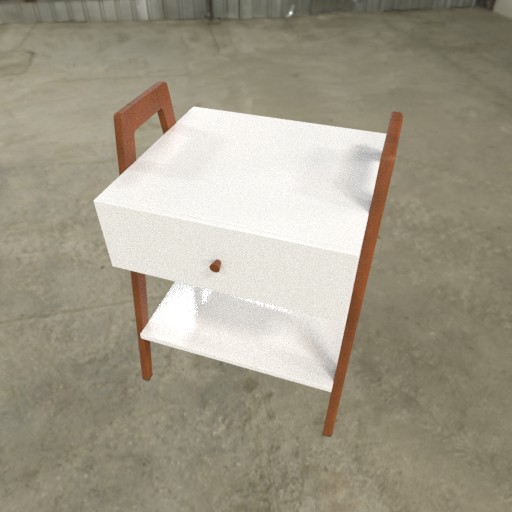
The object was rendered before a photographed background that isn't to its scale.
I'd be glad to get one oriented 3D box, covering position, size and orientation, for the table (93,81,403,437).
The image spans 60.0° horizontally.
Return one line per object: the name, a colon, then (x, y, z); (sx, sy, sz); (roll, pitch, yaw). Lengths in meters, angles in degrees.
table: (0.000, 0.000, 0.922); (0.457, 0.610, 0.405); (12, 43, 14)
